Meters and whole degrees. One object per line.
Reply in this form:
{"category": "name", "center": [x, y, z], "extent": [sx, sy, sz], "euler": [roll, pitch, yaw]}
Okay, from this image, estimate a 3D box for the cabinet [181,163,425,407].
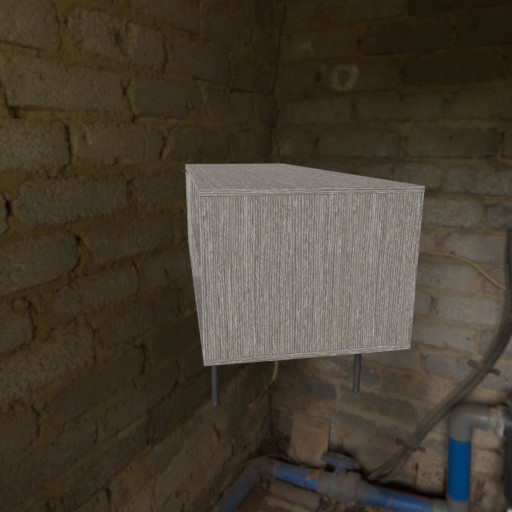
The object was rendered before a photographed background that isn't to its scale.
{"category": "cabinet", "center": [0.000, 0.000, 1.589], "extent": [0.500, 0.599, 1.300], "euler": [-2, 14, -10]}
